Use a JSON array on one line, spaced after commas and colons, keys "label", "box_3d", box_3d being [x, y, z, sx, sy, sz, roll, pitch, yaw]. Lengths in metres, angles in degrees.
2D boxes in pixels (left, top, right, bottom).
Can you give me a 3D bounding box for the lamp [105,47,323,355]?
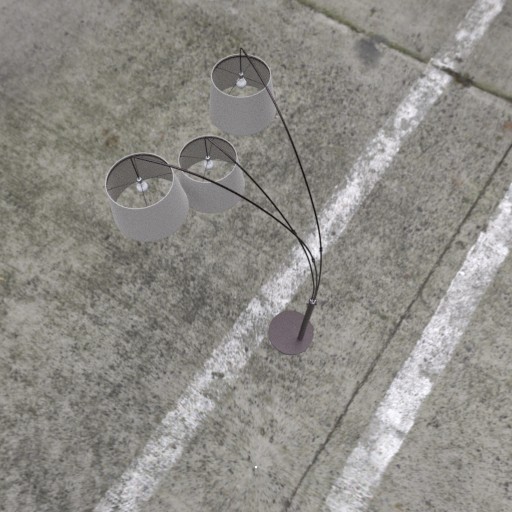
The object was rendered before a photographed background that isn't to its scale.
[{"label": "lamp", "box_3d": [0.000, 0.000, 2.424, 0.924, 1.950, 0.951, 33, 69, 15]}]
